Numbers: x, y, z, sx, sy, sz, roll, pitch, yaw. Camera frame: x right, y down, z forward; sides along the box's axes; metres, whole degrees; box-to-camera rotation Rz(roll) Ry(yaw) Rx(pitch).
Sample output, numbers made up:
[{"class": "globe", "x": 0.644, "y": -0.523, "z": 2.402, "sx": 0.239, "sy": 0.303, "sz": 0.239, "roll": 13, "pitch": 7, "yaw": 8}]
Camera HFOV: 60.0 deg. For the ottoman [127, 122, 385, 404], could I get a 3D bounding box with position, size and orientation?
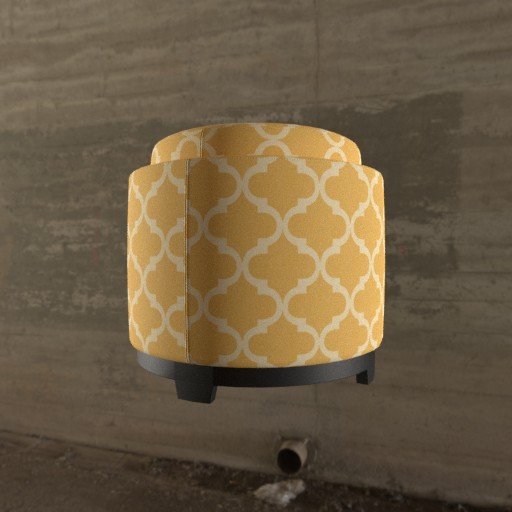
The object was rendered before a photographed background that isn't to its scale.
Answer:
[{"class": "ottoman", "x": 0.000, "y": 0.000, "z": 0.859, "sx": 0.480, "sy": 0.429, "sz": 0.480, "roll": 0, "pitch": 1, "yaw": 0}]
